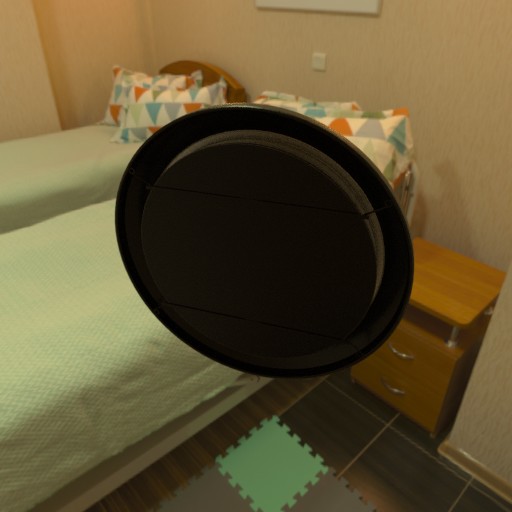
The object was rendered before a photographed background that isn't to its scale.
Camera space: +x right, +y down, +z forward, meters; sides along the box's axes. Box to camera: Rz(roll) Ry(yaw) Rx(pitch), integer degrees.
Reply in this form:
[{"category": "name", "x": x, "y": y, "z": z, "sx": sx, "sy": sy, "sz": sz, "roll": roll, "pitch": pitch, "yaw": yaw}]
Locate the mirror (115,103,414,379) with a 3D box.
[{"category": "mirror", "x": 0.000, "y": 0.000, "z": 1.347, "sx": 0.907, "sy": 0.907, "sz": 0.111, "roll": 10, "pitch": 33, "yaw": 15}]
